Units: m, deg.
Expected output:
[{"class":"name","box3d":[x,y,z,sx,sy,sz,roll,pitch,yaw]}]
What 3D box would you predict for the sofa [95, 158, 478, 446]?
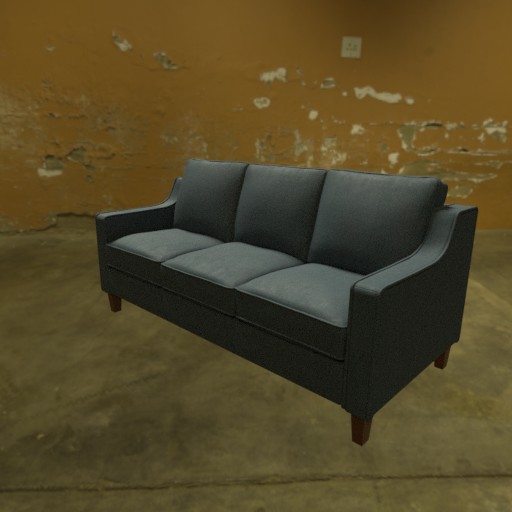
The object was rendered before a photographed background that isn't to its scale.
[{"class":"sofa","box3d":[0.000,0.000,2.479,1.986,0.974,0.911,15,22,42]}]
